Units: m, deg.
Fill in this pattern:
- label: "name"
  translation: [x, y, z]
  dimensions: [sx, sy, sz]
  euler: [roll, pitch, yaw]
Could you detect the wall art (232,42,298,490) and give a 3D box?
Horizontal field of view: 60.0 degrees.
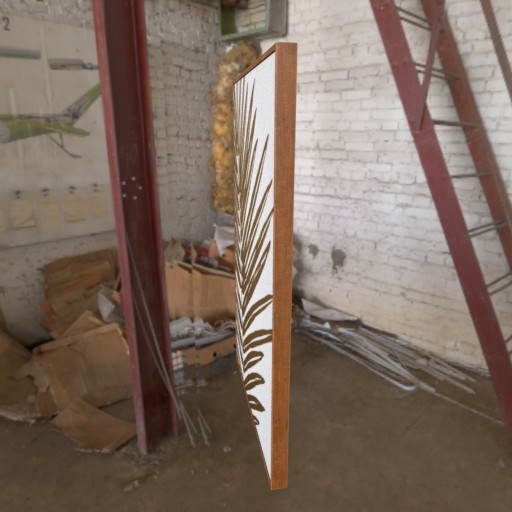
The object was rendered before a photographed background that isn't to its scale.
- label: "wall art"
  translation: [0.000, 0.000, 1.157]
  dimensions: [0.037, 0.914, 0.610]
  euler: [-3, 16, -9]
